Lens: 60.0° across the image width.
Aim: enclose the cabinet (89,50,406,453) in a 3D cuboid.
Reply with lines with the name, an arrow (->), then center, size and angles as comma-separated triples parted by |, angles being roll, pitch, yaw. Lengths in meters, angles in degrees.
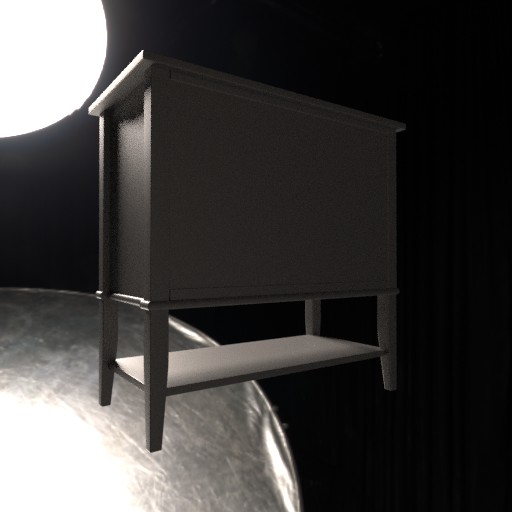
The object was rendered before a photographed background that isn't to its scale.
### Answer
cabinet -> 0.000, 0.000, 1.233 | 0.801, 0.780, 0.396 | 0, -1, -35
